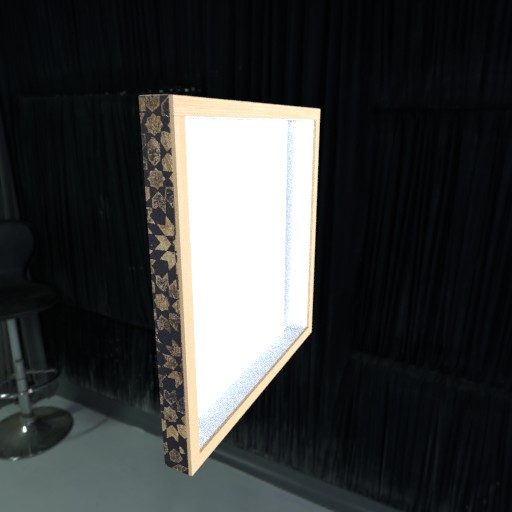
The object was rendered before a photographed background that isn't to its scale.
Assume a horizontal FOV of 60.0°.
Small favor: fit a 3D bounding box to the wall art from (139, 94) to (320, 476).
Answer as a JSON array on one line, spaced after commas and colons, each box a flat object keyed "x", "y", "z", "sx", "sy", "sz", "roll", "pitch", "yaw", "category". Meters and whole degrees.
[{"x": 0.000, "y": 0.000, "z": 0.623, "sx": 0.038, "sy": 0.405, "sz": 0.405, "roll": 8, "pitch": 18, "yaw": 25, "category": "wall art"}]
